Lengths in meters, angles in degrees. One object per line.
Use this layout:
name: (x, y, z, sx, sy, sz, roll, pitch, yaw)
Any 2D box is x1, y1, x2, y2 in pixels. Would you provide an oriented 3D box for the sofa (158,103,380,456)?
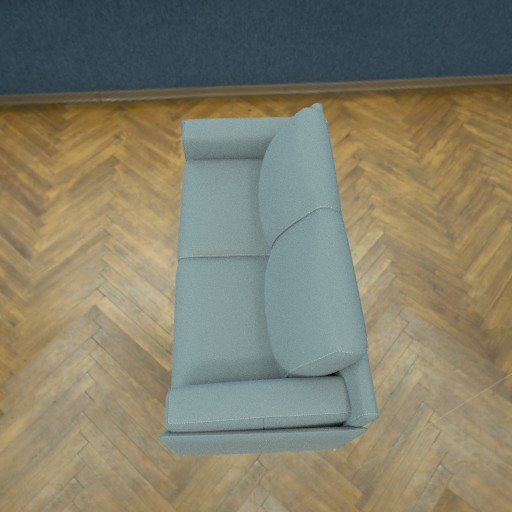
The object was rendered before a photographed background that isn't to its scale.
sofa: (0.000, 0.000, 2.622, 0.969, 0.900, 2.100, -2, 58, -1)
